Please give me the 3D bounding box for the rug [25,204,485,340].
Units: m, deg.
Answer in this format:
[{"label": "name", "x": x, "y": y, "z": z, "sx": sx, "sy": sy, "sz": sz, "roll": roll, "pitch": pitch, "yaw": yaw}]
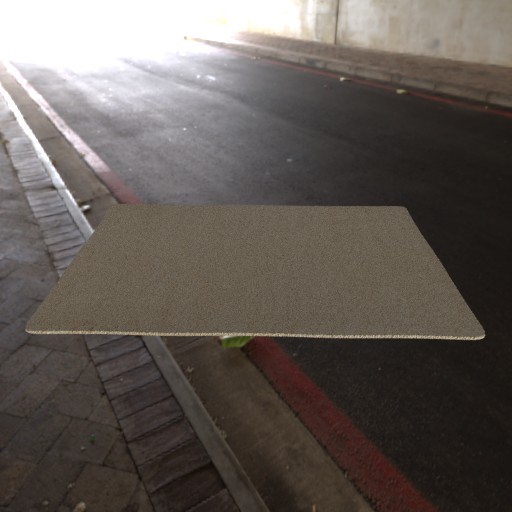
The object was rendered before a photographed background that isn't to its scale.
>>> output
[{"label": "rug", "x": 0.000, "y": 0.000, "z": 3.329, "sx": 2.698, "sy": 0.025, "sz": 1.798, "roll": 1, "pitch": 31, "yaw": 1}]
